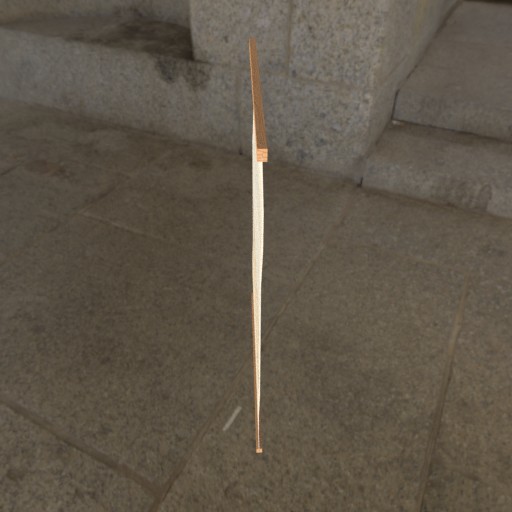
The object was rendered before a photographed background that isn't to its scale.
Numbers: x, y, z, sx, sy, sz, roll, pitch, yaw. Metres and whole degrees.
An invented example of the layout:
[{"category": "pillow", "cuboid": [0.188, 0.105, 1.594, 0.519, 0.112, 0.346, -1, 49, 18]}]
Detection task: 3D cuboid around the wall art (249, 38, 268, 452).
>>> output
[{"category": "wall art", "cuboid": [0.000, 0.000, 1.947, 0.025, 1.521, 1.011, -1, 40, -1]}]
